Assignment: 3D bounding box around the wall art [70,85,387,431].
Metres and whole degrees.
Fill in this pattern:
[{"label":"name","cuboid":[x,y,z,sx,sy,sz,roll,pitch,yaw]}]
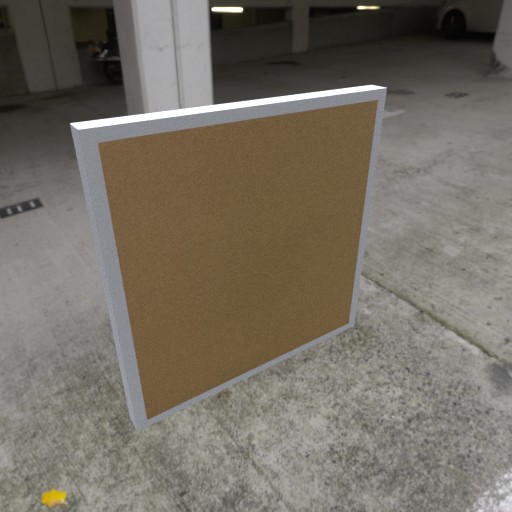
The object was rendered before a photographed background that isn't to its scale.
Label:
[{"label":"wall art","cuboid":[0.000,0.000,0.762,0.508,0.507,0.035,-18,35,-29]}]
